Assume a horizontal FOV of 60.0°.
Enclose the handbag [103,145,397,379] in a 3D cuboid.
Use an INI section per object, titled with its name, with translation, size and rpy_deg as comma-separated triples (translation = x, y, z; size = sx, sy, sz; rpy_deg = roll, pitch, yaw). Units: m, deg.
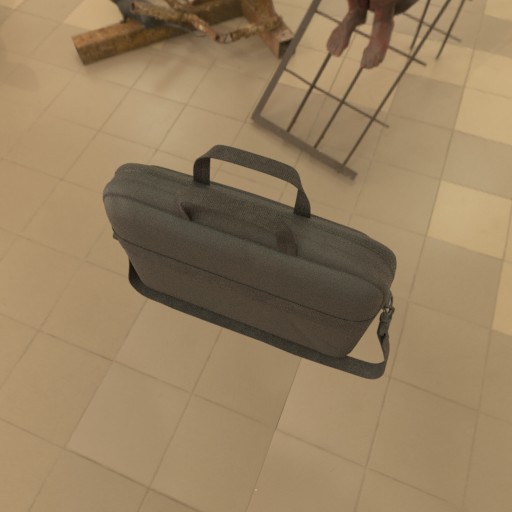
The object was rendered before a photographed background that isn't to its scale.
[handbag]
translation = 0.000, 0.000, 0.431
size = 0.320, 0.244, 0.089
rpy_deg = 19, 64, 10
